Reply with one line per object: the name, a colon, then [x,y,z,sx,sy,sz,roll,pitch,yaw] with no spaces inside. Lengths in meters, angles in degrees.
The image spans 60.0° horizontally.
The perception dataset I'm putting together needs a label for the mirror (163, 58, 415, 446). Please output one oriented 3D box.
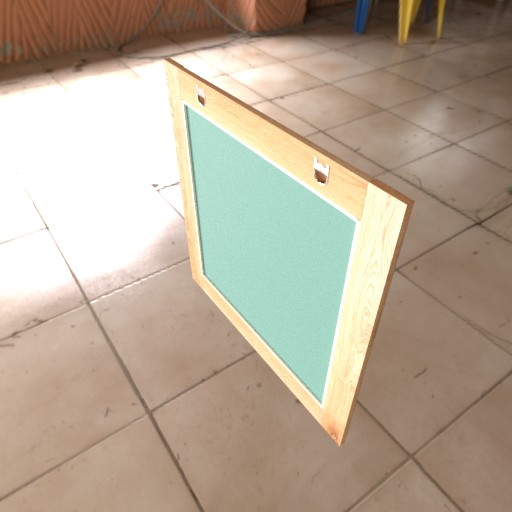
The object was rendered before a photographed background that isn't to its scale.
mirror: [0.000,0.000,1.180,0.020,0.800,0.800,-26,48,-26]
